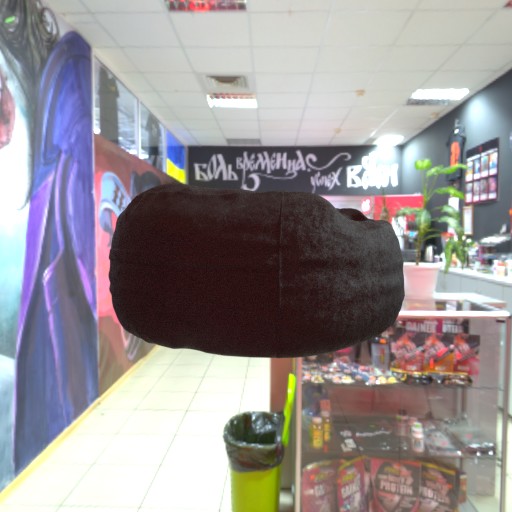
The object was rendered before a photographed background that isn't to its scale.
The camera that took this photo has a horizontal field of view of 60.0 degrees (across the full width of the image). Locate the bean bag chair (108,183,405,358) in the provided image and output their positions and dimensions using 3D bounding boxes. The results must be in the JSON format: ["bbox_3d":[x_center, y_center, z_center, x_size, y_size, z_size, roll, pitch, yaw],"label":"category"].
[{"bbox_3d":[0.000,0.000,2.399,1.525,0.751,1.525,0,3,0],"label":"bean bag chair"}]
